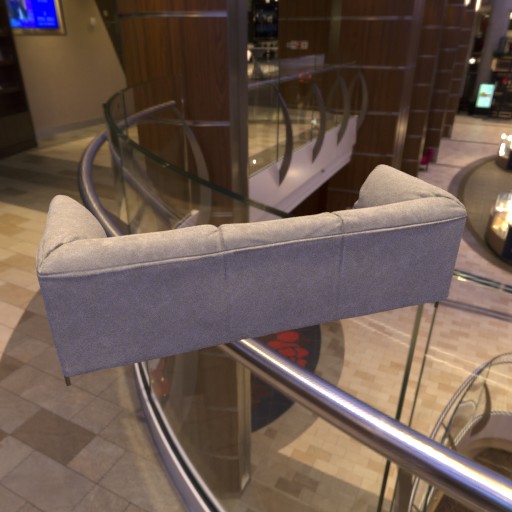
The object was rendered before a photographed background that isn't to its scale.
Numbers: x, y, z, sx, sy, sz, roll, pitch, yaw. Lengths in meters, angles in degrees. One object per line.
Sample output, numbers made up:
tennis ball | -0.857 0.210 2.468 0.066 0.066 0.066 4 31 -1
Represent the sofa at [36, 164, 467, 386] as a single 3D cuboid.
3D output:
sofa | 0.000 0.000 2.634 2.238 0.758 0.899 -9 28 -17
